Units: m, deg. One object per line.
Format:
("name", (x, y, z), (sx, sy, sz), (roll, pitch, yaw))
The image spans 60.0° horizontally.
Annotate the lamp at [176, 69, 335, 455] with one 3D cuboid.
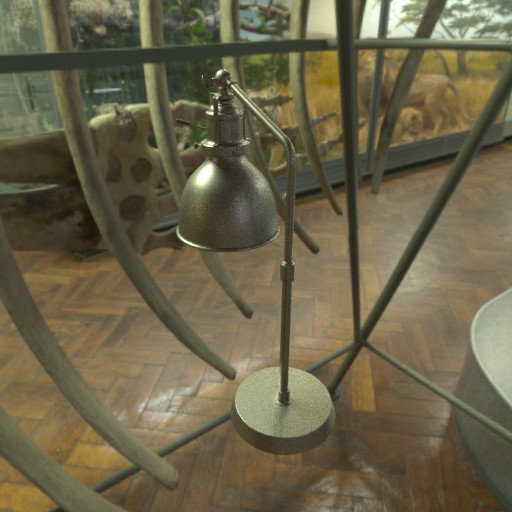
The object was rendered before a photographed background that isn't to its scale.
("lamp", (0.000, 0.000, 0.596), (0.153, 0.456, 0.286), (-18, 32, -32))
